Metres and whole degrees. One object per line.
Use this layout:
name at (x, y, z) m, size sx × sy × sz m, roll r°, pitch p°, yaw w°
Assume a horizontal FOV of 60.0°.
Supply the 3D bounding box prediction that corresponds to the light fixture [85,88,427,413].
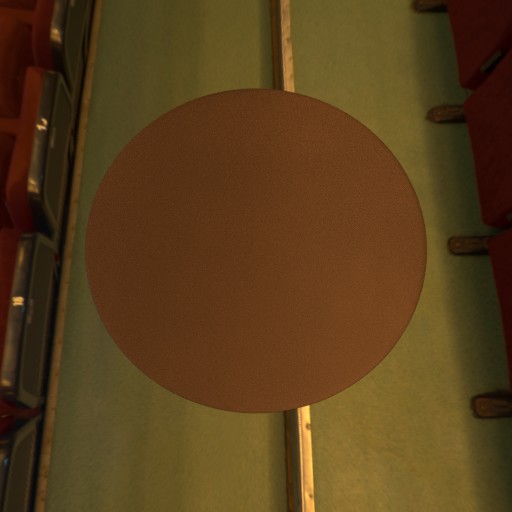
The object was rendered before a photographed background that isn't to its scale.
light fixture at (0.000, 0.000, 0.429) m, size 0.280 × 0.135 × 0.280 m, roll 0°, pitch 74°, yaw 0°
